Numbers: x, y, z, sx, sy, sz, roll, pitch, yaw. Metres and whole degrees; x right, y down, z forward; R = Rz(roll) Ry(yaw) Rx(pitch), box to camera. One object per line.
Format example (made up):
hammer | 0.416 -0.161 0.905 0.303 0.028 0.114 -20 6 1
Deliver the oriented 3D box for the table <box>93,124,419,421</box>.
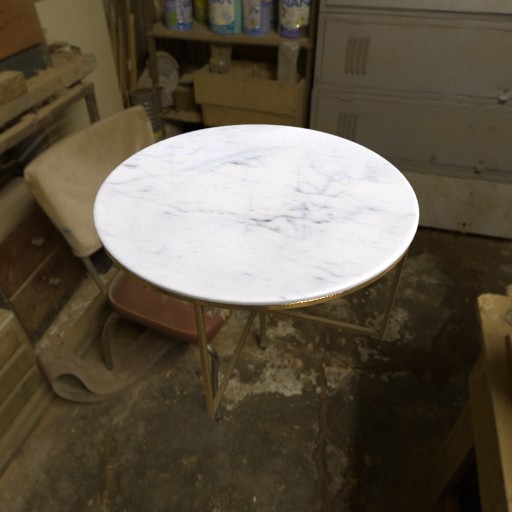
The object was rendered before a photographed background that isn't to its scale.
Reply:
table | 0.000 0.000 1.270 0.800 0.450 0.800 0 40 0
